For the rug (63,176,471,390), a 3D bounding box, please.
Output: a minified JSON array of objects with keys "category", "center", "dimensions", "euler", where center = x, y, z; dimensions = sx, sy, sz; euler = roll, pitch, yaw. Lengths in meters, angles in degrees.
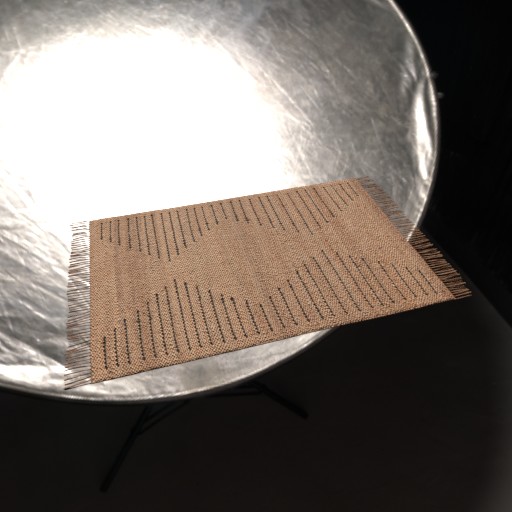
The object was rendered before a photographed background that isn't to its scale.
[{"category":"rug","center":[0.000,0.000,2.552],"dimensions":[2.085,0.027,1.224],"euler":[-11,43,-12]}]
